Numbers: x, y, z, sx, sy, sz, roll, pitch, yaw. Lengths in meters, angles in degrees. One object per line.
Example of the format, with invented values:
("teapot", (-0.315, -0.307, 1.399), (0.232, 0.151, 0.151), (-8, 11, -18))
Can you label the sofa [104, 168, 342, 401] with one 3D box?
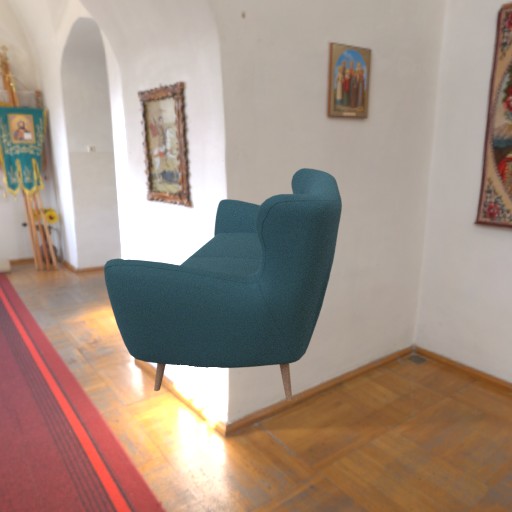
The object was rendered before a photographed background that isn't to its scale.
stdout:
("sofa", (0.000, 0.000, 2.504), (0.889, 0.890, 1.930), (2, 14, 8))
